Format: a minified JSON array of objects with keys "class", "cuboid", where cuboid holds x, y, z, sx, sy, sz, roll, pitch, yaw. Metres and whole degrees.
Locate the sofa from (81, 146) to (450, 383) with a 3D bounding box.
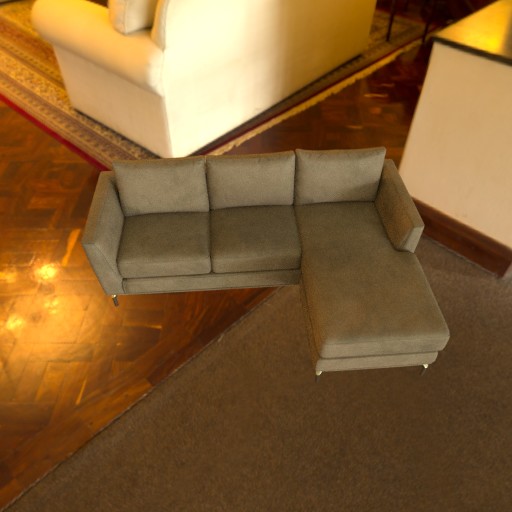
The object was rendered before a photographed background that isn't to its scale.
[{"class":"sofa","cuboid":[0.000,0.000,3.319,2.438,0.987,1.622,-3,47,-3]}]
